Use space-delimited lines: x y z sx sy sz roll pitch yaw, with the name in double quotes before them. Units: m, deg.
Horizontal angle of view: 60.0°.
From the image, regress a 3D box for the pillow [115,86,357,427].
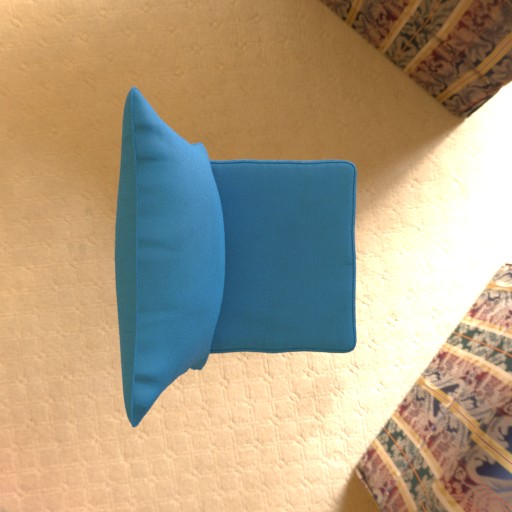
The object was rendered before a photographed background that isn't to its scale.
"pillow" 0.000 0.000 1.343 0.733 0.725 0.798 0 90 -1
